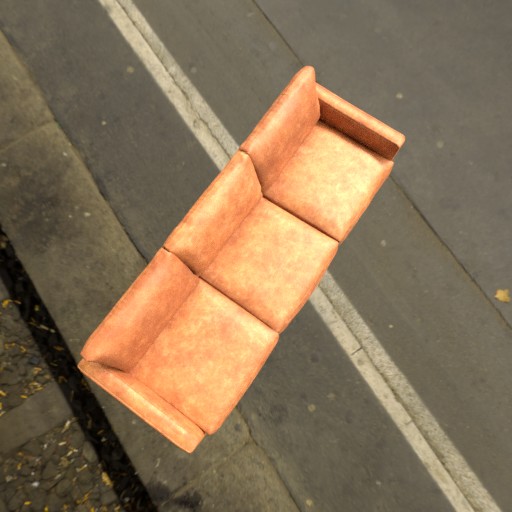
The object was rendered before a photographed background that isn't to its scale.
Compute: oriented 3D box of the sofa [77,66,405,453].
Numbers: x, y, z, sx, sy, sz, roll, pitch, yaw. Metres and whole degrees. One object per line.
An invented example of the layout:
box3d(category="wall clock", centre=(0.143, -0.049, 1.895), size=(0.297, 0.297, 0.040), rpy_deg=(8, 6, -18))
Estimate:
box3d(category="sofa", centre=(0.000, 0.000, 2.483), size=(0.748, 0.863, 2.029), rpy_deg=(34, 78, 8))
